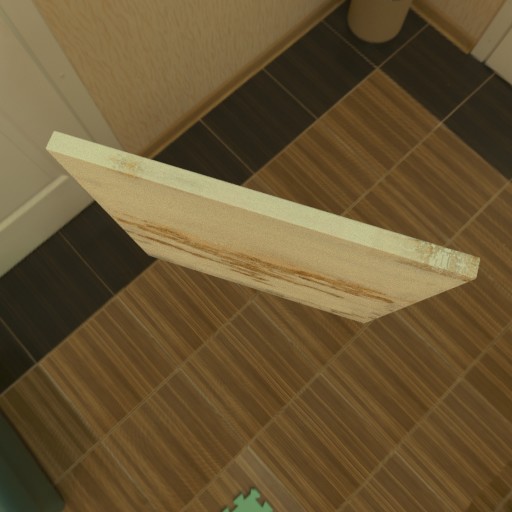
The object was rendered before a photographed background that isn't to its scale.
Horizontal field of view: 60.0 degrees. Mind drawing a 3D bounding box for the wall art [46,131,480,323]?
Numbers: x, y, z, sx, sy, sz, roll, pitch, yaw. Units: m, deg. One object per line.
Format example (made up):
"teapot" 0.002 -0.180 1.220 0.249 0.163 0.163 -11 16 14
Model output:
"wall art" 0.000 0.000 1.108 0.753 0.755 0.038 17 77 4
